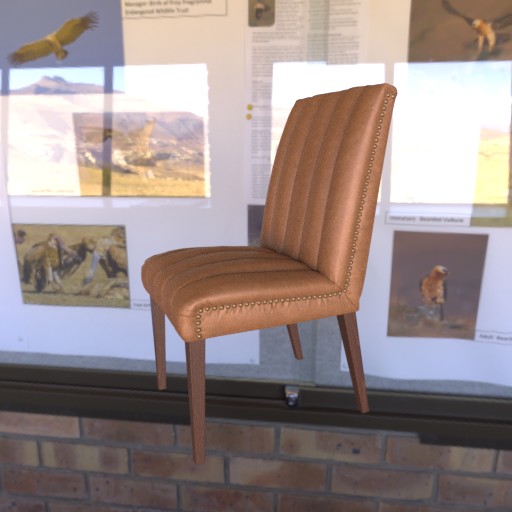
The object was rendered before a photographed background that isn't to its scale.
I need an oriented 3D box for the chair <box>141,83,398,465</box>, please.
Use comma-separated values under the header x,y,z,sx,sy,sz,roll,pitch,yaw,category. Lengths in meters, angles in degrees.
x,y,z,sx,sy,sz,roll,pitch,yaw,category
0.000,0.000,1.399,0.647,1.016,0.511,-6,15,-24,chair
